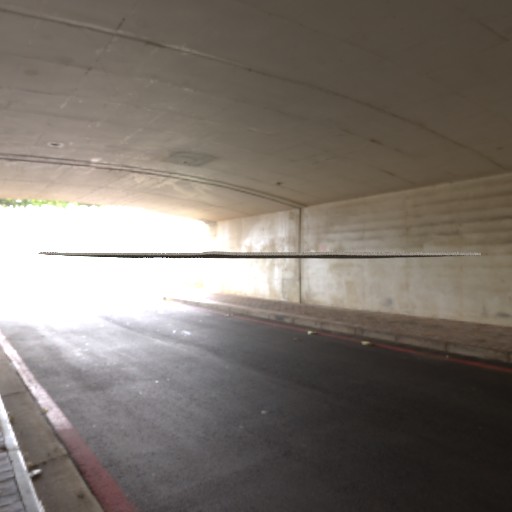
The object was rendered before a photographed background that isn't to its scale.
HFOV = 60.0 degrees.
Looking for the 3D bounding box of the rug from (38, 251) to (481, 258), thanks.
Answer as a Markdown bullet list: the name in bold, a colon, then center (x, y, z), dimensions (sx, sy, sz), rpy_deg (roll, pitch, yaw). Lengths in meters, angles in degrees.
- **rug**: center (0.000, 0.000, 0.908), dimensions (0.639, 0.006, 0.548), rpy_deg (0, -1, -2)
